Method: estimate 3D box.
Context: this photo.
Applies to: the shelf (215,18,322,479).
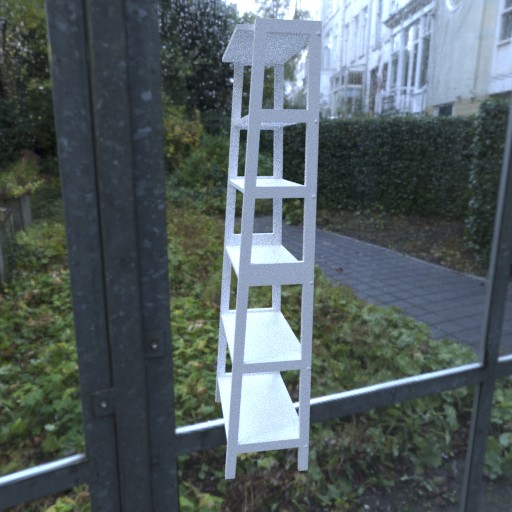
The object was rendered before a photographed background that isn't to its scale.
[{"bbox_3d":[0.000,0.000,2.110,0.381,1.892,0.660,-2,14,-9],"label":"shelf"}]
